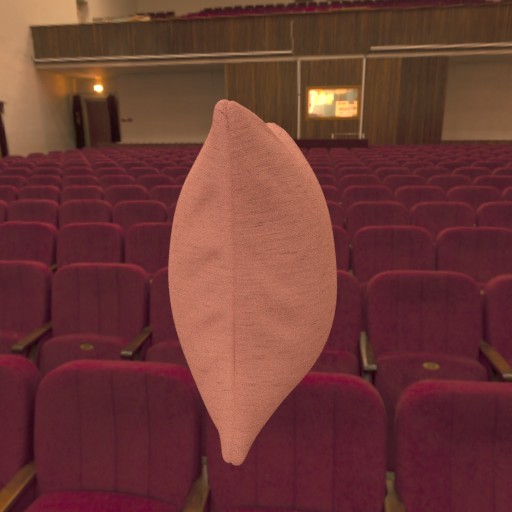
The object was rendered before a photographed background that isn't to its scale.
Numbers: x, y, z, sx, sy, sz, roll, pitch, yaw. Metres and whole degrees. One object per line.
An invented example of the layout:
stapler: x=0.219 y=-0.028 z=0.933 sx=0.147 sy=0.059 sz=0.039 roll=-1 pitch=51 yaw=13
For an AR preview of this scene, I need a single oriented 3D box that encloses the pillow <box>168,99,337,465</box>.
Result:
pillow: x=0.000 y=0.000 z=0.679 sx=0.246 sy=0.415 sz=0.432 roll=2 pitch=14 yaw=8
